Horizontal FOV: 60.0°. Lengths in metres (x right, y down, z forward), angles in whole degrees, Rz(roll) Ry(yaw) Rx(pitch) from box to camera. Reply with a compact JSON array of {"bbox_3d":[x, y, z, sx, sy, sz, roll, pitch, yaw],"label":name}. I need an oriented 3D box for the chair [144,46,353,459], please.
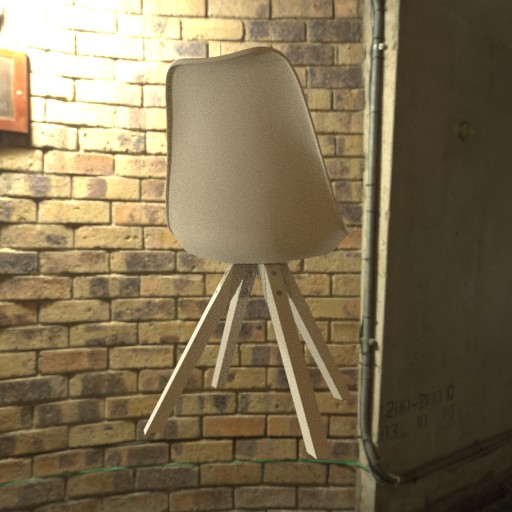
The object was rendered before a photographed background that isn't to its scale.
[{"bbox_3d":[0.000,0.000,1.172,0.485,0.850,0.550,0,0,18],"label":"chair"}]
